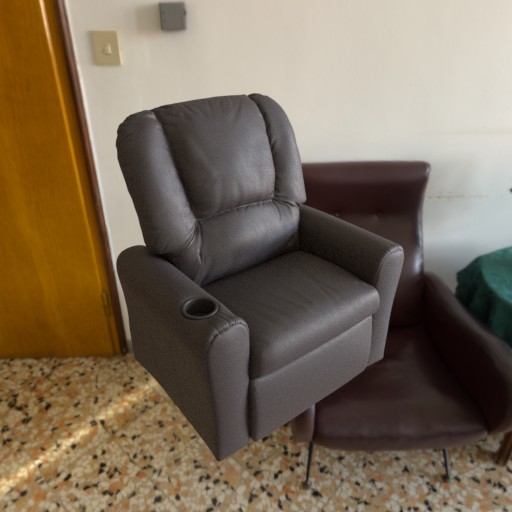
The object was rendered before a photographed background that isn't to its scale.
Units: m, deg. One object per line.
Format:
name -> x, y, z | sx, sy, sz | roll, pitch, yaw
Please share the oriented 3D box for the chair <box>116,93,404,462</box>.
chair -> 0.000, 0.000, 1.124 | 0.610, 0.709, 0.521 | -21, 35, -32
